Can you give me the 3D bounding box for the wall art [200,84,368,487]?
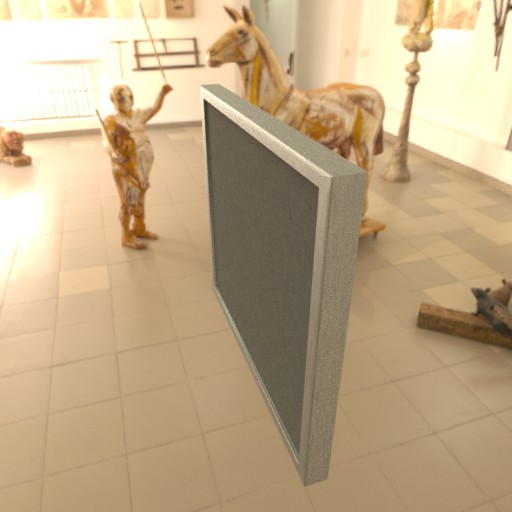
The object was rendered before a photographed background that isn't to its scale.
[{"bbox_3d":[0.000,0.000,0.527,0.028,0.330,0.380,-10,31,-17],"label":"wall art"}]
